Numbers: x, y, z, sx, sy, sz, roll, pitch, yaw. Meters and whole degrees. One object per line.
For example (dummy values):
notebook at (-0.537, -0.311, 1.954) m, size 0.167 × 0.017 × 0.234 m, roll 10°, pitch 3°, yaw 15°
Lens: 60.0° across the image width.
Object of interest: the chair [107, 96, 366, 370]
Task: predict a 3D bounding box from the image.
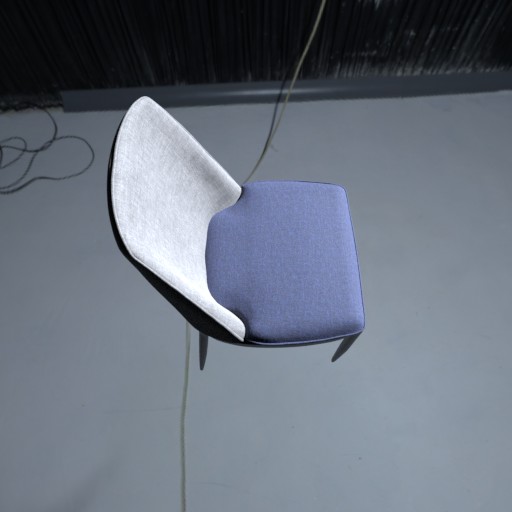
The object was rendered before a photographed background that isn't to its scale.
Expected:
chair at (0.000, 0.000, 1.194) m, size 0.550 × 0.855 × 0.488 m, roll -2°, pitch 65°, yaw -1°
